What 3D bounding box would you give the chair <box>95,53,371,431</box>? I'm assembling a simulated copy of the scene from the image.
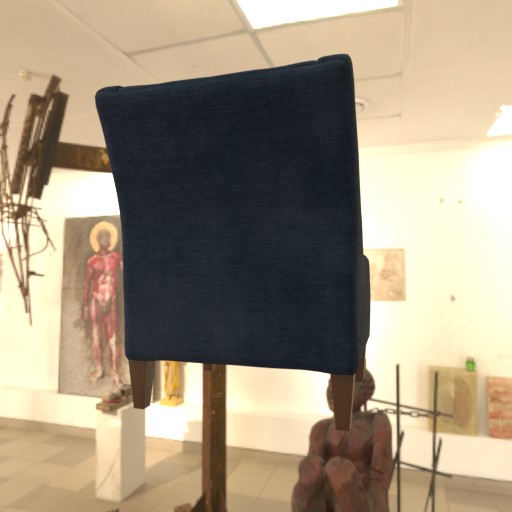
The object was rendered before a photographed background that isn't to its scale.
[{"bbox_3d":[0.000,0.000,1.599,0.774,1.014,0.870,-1,-2,17],"label":"chair"}]
